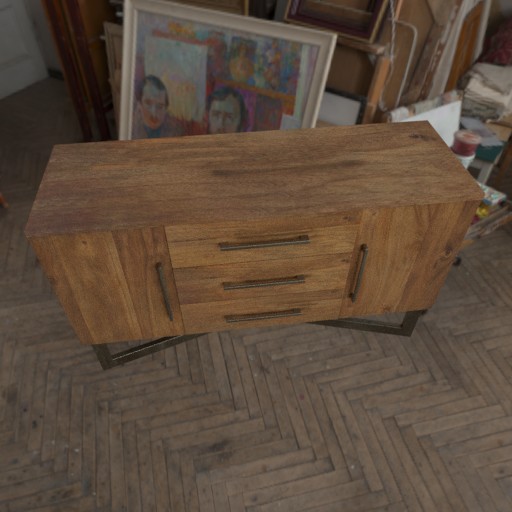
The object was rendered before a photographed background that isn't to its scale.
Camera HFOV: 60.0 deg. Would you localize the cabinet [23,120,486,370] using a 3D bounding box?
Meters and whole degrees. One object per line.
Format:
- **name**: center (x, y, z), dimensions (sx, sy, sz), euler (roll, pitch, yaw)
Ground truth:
- **cabinet**: center (0.000, 0.000, 1.745), dimensions (1.373, 0.812, 0.480), euler (-5, 46, -5)
